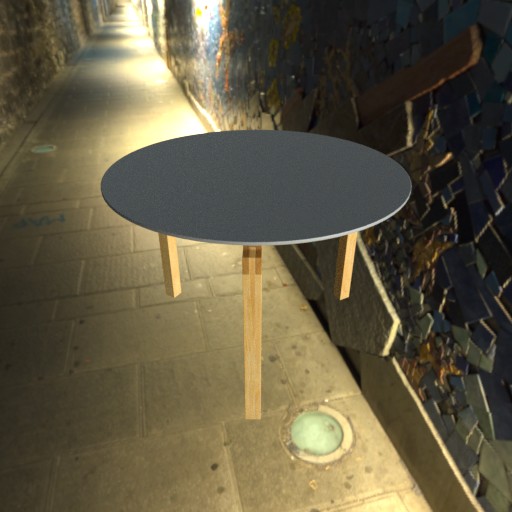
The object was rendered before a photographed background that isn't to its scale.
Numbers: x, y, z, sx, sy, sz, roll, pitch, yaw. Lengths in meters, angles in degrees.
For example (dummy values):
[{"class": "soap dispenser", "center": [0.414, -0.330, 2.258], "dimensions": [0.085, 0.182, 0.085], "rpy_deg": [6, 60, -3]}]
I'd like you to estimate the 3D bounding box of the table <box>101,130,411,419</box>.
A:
[{"class": "table", "center": [0.000, 0.000, 0.997], "dimensions": [0.600, 0.405, 0.600], "rpy_deg": [0, 31, 0]}]
